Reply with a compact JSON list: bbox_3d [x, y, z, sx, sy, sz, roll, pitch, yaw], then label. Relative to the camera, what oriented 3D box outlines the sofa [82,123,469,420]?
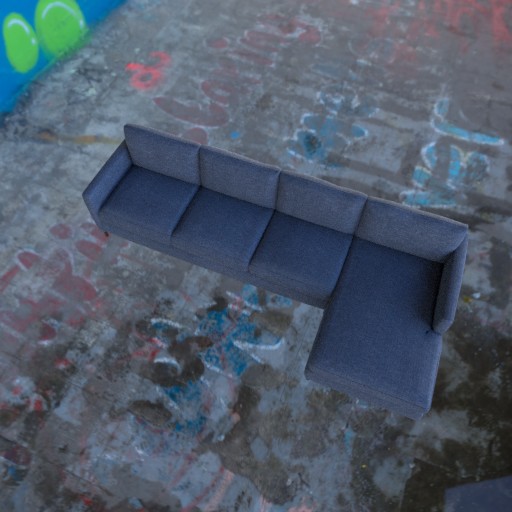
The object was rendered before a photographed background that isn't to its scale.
[{"bbox_3d":[0.000,0.000,3.404,2.932,0.810,1.350,19,60,11],"label":"sofa"}]
